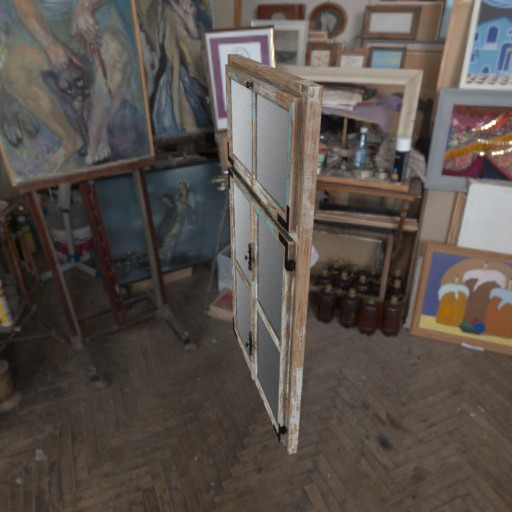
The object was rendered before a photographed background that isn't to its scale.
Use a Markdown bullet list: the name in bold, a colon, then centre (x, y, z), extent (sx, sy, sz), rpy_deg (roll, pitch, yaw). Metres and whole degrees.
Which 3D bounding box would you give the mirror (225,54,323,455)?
- **mirror**: centre (0.000, 0.000, 1.535), extent (0.083, 1.213, 0.707), rpy_deg (-9, 31, -15)
